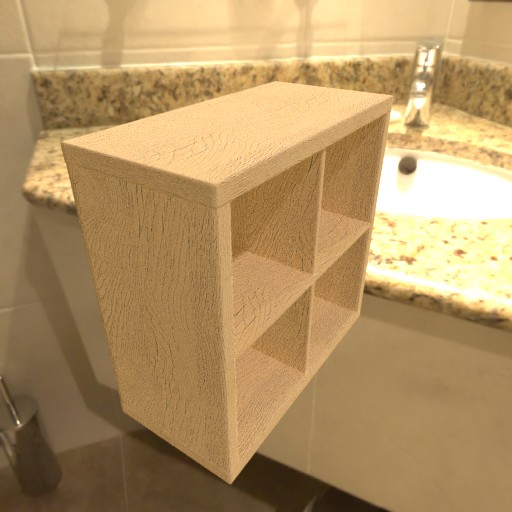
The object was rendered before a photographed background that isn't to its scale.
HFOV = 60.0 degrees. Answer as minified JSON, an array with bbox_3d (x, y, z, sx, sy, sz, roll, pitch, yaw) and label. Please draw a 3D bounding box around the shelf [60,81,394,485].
[{"bbox_3d":[0.000,0.000,1.258,0.390,0.786,0.790,20,36,29],"label":"shelf"}]
